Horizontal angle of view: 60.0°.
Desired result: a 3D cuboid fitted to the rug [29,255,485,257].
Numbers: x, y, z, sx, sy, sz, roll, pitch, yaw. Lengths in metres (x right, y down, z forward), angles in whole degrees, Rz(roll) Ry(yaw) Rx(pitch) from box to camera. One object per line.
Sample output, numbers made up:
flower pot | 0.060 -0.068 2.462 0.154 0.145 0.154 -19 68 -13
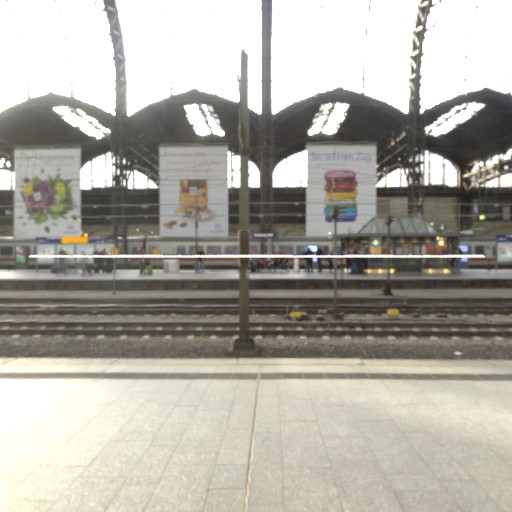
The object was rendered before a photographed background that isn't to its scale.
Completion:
rug | 0.000 0.000 2.955 2.275 0.014 1.514 0 0 0
